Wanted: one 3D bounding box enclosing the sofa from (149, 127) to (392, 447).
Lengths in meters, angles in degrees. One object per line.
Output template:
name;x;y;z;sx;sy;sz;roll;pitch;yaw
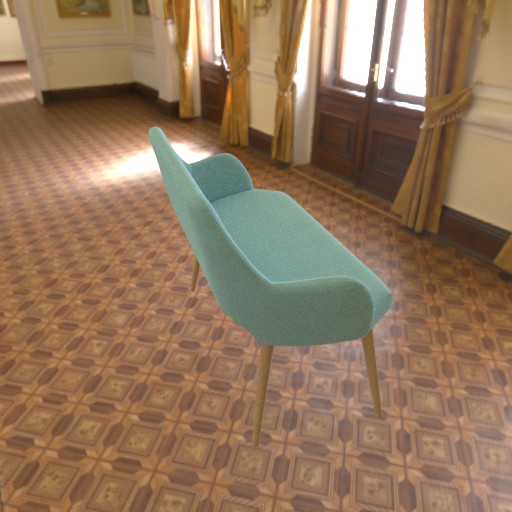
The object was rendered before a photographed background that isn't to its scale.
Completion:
sofa;0.000;0.000;1.665;0.610;0.840;1.150;-10;32;-17
